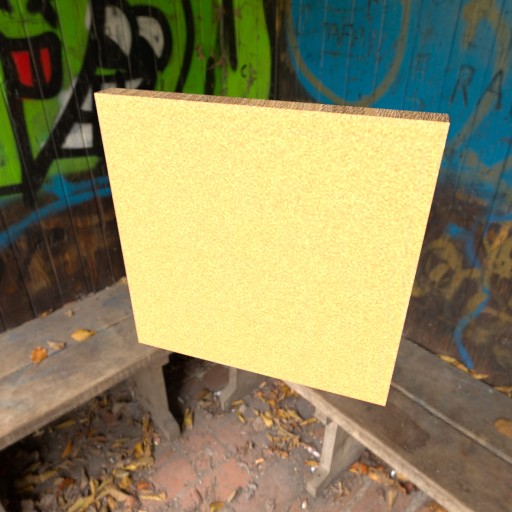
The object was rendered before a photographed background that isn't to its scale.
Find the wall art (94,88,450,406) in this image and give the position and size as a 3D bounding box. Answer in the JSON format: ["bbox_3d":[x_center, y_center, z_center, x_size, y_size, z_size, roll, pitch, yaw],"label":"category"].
[{"bbox_3d":[0.000,0.000,0.601,0.406,0.403,0.039,10,33,16],"label":"wall art"}]
